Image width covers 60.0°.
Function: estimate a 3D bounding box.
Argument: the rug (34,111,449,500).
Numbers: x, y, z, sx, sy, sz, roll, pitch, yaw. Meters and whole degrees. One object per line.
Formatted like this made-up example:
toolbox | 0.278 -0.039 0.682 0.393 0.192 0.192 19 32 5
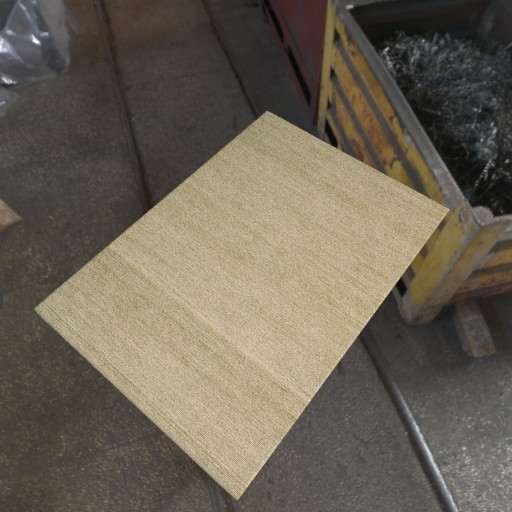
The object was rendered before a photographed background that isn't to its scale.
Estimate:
rug | 0.000 0.000 4.963 2.782 0.025 3.935 34 64 19
